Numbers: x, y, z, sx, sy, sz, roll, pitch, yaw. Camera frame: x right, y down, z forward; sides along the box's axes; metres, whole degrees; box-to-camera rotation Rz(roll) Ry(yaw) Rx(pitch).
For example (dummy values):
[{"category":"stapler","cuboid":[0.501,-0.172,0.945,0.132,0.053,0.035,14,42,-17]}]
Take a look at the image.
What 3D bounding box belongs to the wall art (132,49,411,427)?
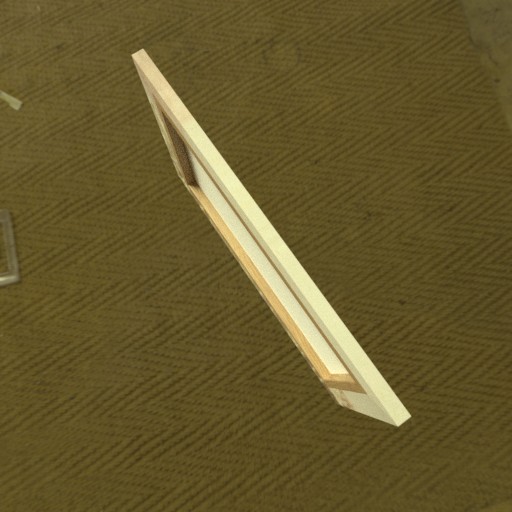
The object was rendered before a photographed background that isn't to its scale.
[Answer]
[{"category":"wall art","cuboid":[0.000,0.000,1.444,0.041,0.758,1.142,-33,78,-8]}]
